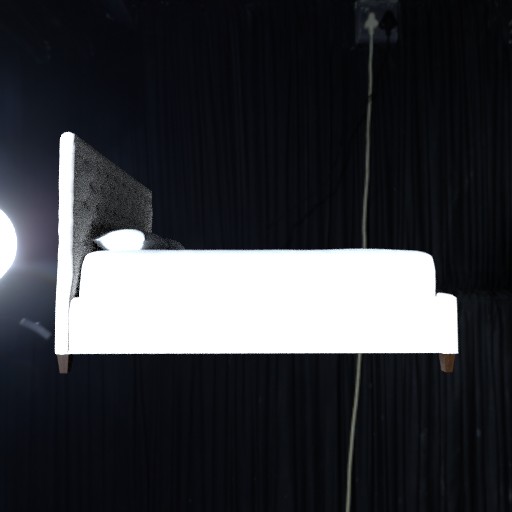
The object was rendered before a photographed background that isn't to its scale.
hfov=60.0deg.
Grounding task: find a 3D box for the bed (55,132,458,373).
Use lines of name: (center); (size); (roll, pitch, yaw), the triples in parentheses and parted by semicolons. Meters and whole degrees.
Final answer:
bed: (0.000, 0.000, 3.637); (2.387, 1.427, 2.078); (0, -1, -1)
